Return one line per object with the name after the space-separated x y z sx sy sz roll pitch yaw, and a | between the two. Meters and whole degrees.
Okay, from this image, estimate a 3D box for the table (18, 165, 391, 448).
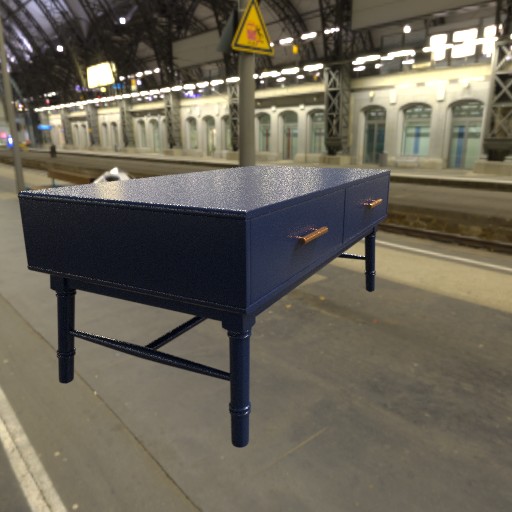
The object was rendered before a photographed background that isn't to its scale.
0.000 0.000 1.316 0.572 0.457 1.067 8 17 27 | table
